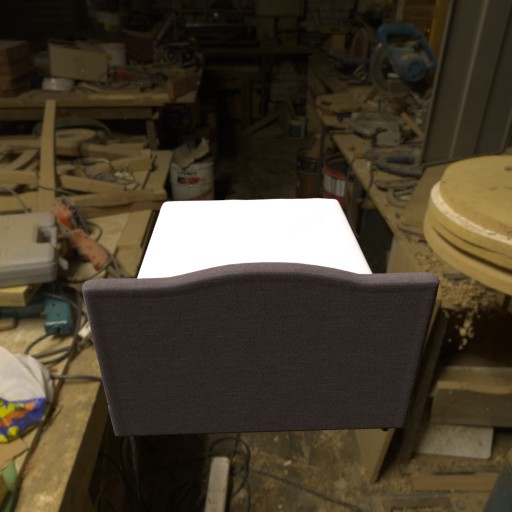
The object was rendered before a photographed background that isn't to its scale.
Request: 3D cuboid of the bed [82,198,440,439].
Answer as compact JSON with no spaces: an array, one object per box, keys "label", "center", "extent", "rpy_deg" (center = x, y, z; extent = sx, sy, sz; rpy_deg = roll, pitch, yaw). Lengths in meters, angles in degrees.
[{"label":"bed","center":[0.000,0.000,3.976],"extent":[2.161,1.457,2.689],"rpy_deg":[-1,31,-2]}]
